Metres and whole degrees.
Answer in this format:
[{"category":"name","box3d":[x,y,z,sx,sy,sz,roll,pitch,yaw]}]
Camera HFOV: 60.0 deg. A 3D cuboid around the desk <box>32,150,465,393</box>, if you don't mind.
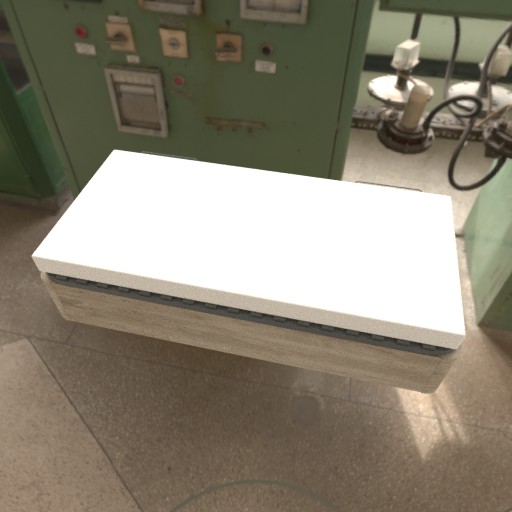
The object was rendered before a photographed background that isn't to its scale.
[{"category":"desk","box3d":[0.000,0.000,2.266,1.900,0.455,0.900,10,48,9]}]
